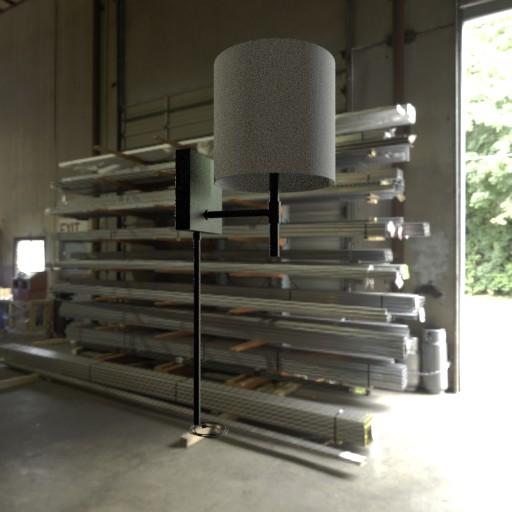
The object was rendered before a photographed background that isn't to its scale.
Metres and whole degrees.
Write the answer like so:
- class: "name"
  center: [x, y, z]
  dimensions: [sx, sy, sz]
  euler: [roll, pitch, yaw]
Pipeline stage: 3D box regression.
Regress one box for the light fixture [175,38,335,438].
- class: "light fixture"
  center: [0.000, 0.000, 0.702]
  dimensions: [0.248, 0.589, 0.188]
  euler: [0, 0, 19]
